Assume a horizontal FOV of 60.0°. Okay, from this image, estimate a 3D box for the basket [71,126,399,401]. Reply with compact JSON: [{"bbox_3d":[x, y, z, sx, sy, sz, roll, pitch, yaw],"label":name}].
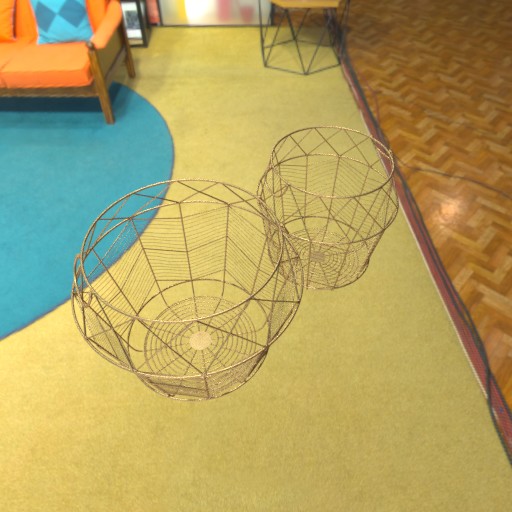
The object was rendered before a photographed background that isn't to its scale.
[{"bbox_3d":[0.000,0.000,1.012,0.805,0.343,0.451,-33,55,-27],"label":"basket"}]
